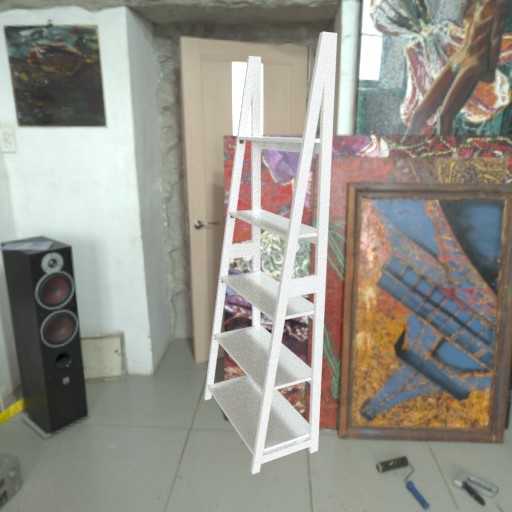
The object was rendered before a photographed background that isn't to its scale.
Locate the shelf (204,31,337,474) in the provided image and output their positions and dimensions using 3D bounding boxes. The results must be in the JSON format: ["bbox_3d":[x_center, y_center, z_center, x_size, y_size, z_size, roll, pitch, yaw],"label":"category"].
[{"bbox_3d":[0.000,0.000,2.033,0.341,1.779,0.636,-8,18,-25],"label":"shelf"}]
